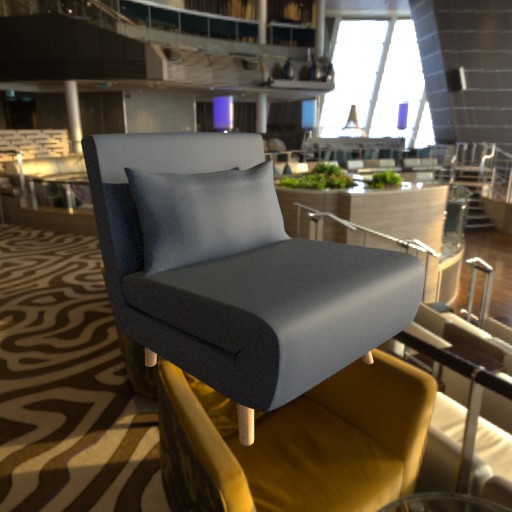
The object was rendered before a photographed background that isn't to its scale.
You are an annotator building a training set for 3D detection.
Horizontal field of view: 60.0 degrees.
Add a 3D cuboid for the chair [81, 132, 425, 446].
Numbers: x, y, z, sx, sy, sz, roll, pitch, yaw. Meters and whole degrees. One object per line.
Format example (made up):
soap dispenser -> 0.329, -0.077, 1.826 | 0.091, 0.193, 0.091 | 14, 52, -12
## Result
chair -> 0.000, 0.000, 1.506 | 0.770, 0.808, 0.900 | -15, 22, -43
